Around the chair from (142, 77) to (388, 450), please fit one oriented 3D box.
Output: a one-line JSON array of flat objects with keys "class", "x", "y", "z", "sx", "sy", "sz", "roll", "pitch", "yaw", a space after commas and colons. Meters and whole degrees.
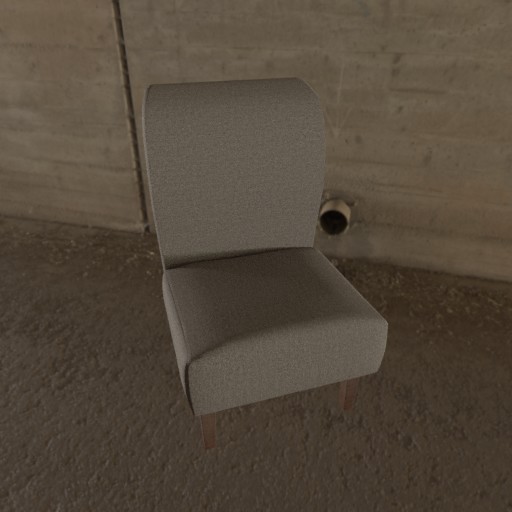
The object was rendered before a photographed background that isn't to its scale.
[{"class": "chair", "x": 0.000, "y": 0.000, "z": 1.190, "sx": 0.513, "sy": 0.804, "sz": 0.592, "roll": -10, "pitch": 32, "yaw": -16}]
